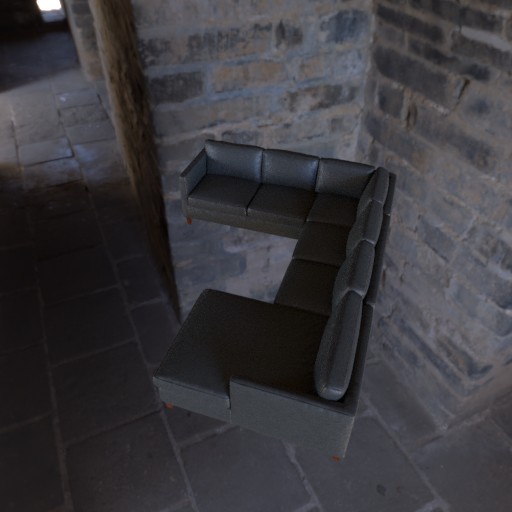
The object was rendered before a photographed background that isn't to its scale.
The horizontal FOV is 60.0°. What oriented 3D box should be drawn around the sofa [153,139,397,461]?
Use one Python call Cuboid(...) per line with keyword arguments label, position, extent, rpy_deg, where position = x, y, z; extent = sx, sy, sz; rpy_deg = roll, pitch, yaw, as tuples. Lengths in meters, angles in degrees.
Cuboid(label="sofa", position=(0.000, 0.000, 4.727), extent=(2.593, 0.923, 3.460), rpy_deg=(12, 42, 14))
